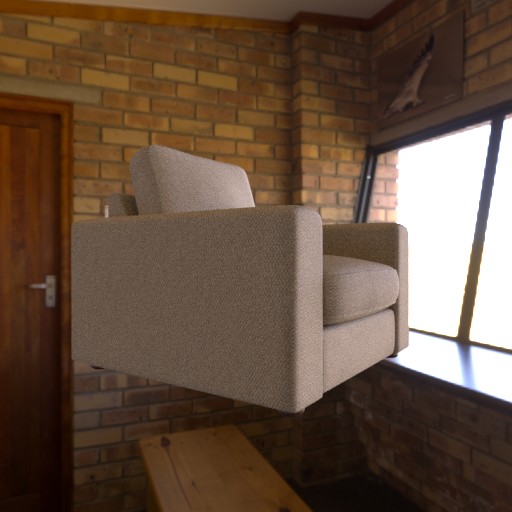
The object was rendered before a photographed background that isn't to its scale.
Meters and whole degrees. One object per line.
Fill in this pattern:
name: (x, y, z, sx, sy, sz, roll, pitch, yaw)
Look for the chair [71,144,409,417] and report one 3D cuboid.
chair: (0.000, 0.000, 1.789, 1.016, 0.873, 1.005, 0, 0, 35)
